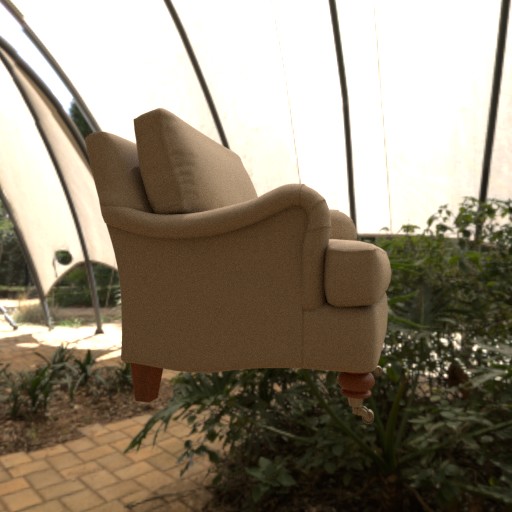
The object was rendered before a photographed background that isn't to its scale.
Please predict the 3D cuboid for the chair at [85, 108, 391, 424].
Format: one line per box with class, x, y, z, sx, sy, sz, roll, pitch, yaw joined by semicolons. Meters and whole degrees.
chair;0.000;0.000;1.861;1.078;1.076;0.895;0;-1;18
